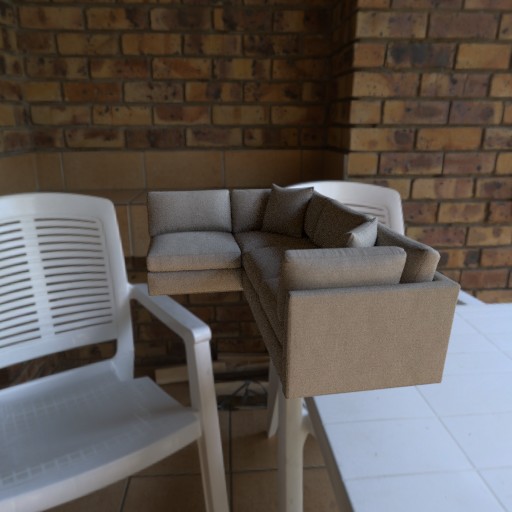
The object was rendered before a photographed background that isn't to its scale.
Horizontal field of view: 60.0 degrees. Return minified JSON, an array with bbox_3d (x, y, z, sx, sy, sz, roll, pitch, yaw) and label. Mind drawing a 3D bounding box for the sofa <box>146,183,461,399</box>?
[{"bbox_3d":[0.000,0.000,3.906,1.994,0.978,2.896,-3,17,-9],"label":"sofa"}]
